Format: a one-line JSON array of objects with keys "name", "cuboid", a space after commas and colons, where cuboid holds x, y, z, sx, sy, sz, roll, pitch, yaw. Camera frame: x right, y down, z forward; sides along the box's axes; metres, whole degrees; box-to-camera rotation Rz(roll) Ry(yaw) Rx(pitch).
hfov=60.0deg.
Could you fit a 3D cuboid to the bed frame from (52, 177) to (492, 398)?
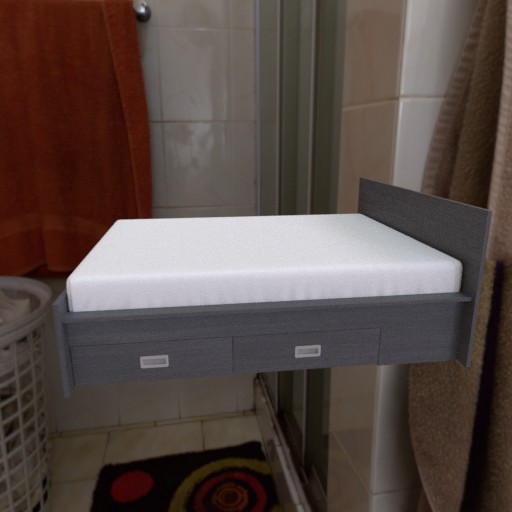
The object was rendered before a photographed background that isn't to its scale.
[{"name": "bed frame", "cuboid": [0.000, 0.000, 2.781, 1.960, 0.800, 1.622, -2, 16, -8]}]
